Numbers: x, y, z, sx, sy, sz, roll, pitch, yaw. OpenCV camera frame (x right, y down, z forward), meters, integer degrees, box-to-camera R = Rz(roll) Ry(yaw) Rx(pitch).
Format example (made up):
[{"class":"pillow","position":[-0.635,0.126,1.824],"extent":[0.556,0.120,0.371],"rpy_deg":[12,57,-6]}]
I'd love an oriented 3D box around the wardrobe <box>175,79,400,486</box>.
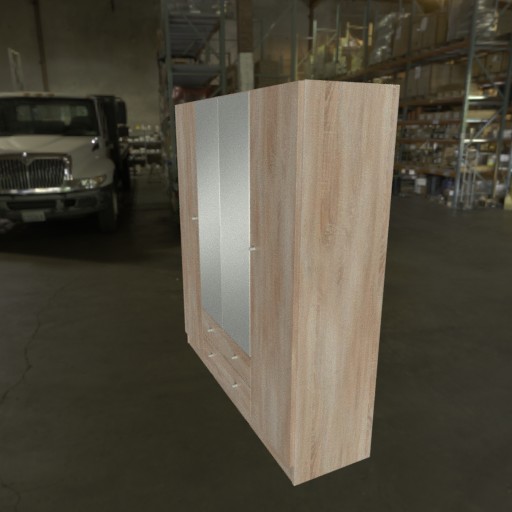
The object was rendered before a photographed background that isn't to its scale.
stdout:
[{"class":"wardrobe","position":[0.000,0.000,3.196],"extent":[0.598,2.159,1.998],"rpy_deg":[-7,17,-25]}]
